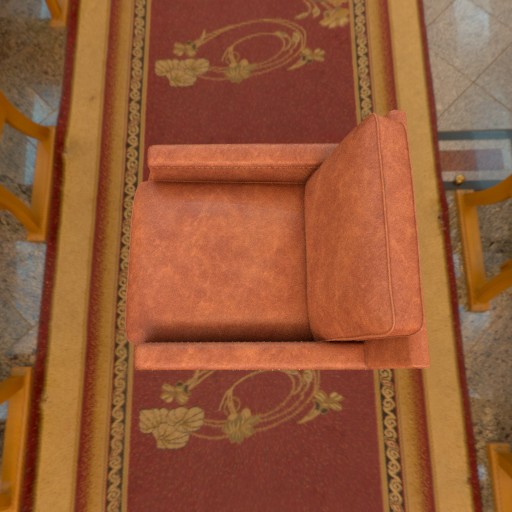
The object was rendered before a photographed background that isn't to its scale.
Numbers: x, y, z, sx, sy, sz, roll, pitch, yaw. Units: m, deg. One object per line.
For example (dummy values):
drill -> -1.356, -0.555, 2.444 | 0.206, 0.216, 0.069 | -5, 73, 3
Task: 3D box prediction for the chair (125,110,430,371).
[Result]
chair -> 0.000, 0.000, 1.703 | 1.014, 0.943, 0.853 | 0, 76, 0
